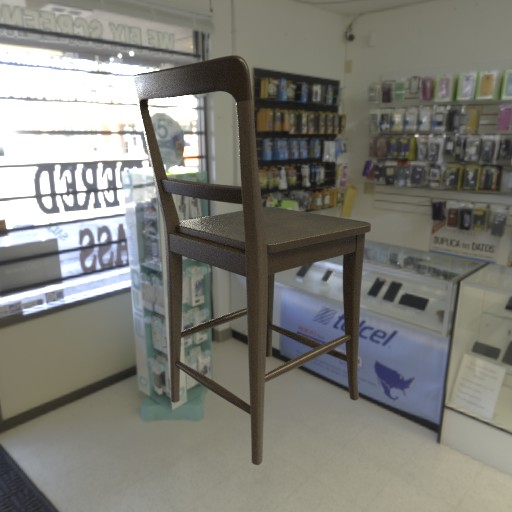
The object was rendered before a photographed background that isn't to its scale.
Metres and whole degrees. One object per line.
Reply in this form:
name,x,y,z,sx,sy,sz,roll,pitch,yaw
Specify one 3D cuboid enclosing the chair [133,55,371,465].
chair,0.000,0.000,1.301,0.546,0.991,0.450,-14,21,-41
